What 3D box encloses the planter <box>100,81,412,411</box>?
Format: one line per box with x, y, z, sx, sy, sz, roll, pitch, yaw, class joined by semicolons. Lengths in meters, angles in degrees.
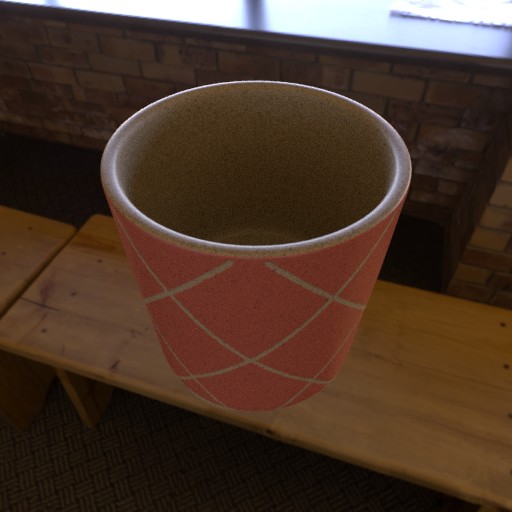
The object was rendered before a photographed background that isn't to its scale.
0.000;0.000;0.416;0.227;0.235;0.227;0;46;0;planter
